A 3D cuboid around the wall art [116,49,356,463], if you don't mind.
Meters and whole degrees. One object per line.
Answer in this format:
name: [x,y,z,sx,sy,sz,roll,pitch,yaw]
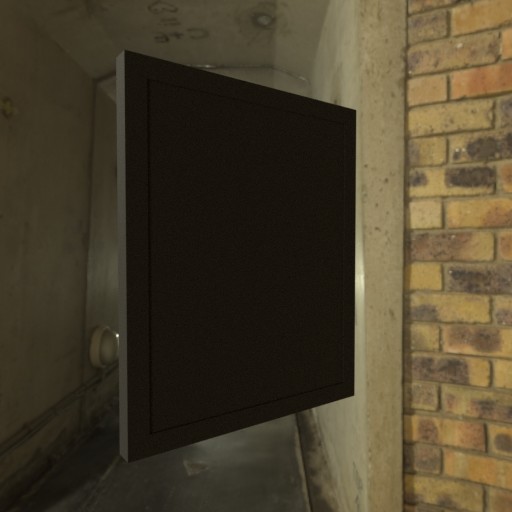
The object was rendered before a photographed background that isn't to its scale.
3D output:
wall art: [0.000,0.000,0.745,0.457,0.559,0.033,-1,2,-36]
